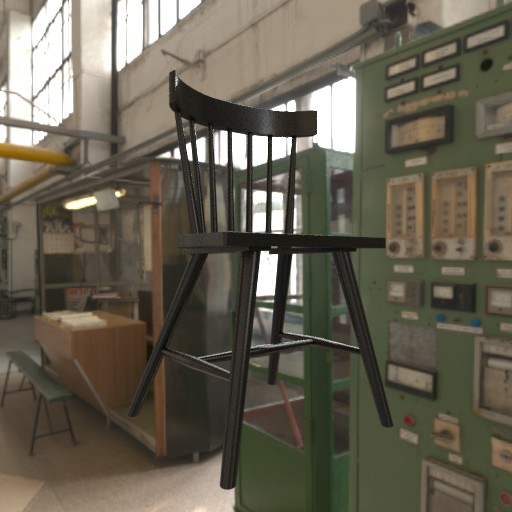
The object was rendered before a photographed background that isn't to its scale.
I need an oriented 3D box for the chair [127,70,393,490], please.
[{"bbox_3d":[0.000,0.000,1.138,0.506,0.844,0.483,0,0,-37],"label":"chair"}]
